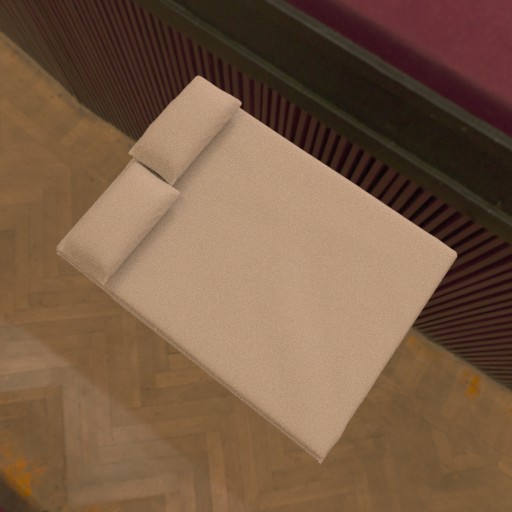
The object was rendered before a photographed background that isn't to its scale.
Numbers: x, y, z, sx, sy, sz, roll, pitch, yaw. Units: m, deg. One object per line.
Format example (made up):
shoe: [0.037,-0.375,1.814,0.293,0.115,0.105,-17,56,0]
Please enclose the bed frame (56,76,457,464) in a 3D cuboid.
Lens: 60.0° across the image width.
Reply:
bed frame: [0.000,0.000,2.678,1.950,0.629,1.450,36,79,8]
